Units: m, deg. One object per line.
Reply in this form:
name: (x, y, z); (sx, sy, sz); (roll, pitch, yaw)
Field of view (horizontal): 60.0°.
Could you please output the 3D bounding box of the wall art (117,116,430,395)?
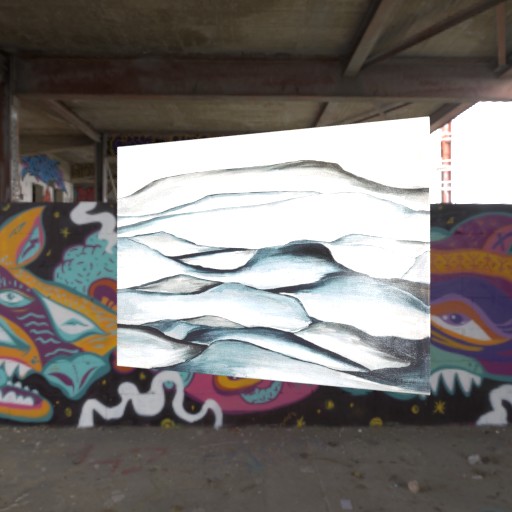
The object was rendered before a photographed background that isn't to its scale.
wall art: (0.000, 0.000, 1.670); (1.219, 0.915, 0.039); (0, 0, 19)
